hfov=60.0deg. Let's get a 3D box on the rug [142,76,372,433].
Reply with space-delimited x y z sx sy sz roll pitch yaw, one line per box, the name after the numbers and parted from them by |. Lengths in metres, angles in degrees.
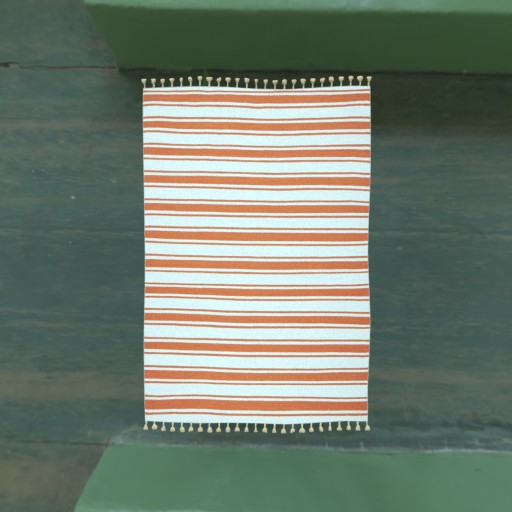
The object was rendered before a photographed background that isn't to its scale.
0.000 0.000 3.021 1.556 0.022 2.433 0 91 1 | rug
